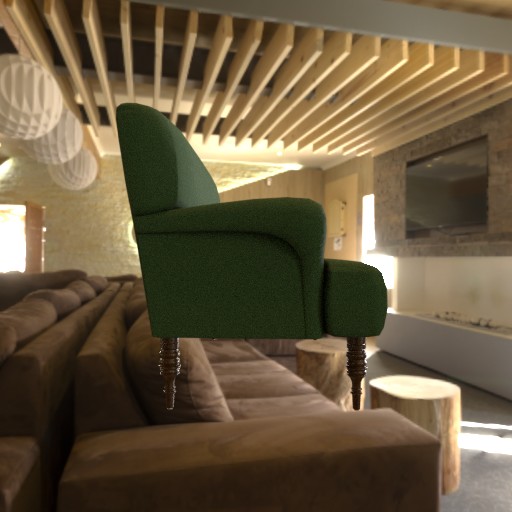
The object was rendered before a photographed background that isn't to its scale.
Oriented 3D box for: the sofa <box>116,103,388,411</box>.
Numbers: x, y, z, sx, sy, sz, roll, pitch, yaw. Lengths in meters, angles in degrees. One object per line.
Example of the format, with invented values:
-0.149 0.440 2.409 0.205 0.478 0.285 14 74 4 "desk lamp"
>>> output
0.000 0.000 1.820 0.779 0.889 1.297 0 0 1 "sofa"
